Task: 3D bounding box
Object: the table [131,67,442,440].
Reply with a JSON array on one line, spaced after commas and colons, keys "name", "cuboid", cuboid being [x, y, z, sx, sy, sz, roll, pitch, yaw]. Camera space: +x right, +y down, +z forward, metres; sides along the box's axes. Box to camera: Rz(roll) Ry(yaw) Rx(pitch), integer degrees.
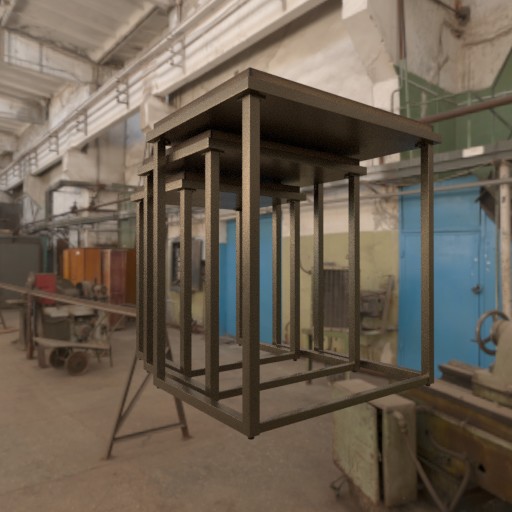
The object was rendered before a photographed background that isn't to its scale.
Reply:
[{"name": "table", "cuboid": [0.000, 0.000, 1.151, 0.559, 0.610, 0.706, 0, -1, -37]}]
